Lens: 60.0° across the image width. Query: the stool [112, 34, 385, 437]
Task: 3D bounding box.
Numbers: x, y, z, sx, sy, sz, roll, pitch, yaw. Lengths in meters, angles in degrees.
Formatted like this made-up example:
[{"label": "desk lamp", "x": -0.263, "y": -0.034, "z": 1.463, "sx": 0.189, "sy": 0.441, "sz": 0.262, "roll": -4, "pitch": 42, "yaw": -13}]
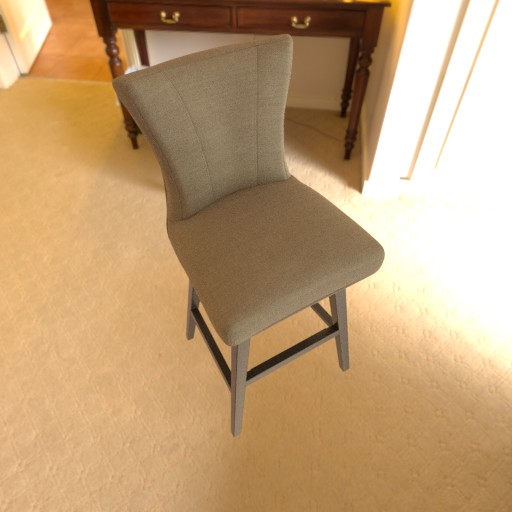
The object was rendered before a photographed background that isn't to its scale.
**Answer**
[{"label": "stool", "x": 0.000, "y": 0.000, "z": 1.390, "sx": 0.514, "sy": 1.086, "sz": 0.574, "roll": -24, "pitch": 53, "yaw": -20}]
